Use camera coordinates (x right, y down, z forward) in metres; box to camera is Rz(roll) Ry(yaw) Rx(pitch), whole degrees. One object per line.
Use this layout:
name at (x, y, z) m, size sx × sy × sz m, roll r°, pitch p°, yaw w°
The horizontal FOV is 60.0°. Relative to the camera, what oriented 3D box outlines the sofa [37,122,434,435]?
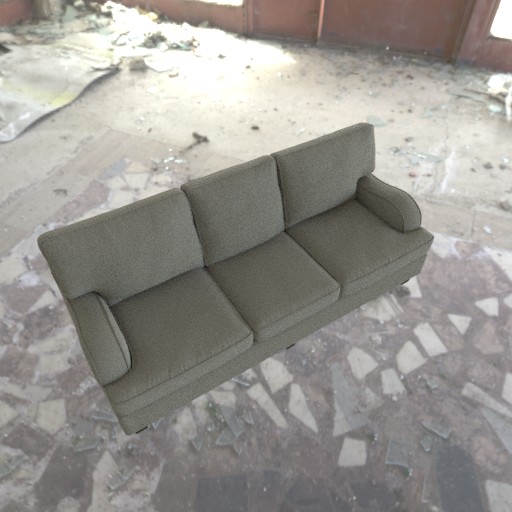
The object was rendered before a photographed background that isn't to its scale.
sofa at (0.000, 0.000, 2.874) m, size 2.323 × 0.997 × 1.016 m, roll -24°, pitch 51°, yaw -22°
